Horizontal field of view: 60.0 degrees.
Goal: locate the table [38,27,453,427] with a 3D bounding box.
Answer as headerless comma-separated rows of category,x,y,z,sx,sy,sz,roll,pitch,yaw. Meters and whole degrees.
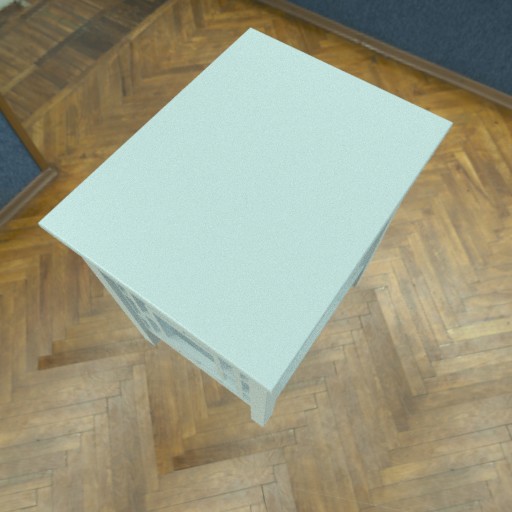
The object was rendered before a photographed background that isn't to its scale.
table,0.000,0.000,1.019,0.451,0.646,0.564,32,68,15
